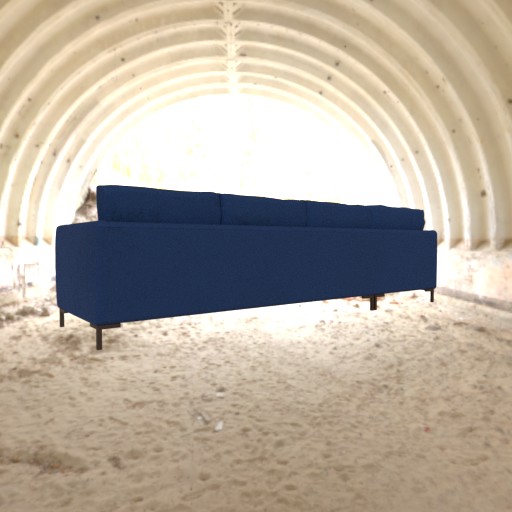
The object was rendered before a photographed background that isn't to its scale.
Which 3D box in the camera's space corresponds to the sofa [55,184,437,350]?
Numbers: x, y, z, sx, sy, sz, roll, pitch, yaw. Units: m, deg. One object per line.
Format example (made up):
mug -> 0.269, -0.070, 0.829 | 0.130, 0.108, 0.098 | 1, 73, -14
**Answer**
sofa -> 0.000, 0.000, 2.891 | 2.450, 0.679, 1.128 | -1, 2, -37
